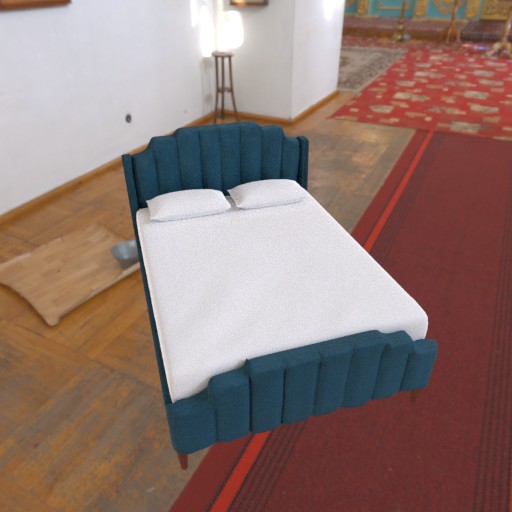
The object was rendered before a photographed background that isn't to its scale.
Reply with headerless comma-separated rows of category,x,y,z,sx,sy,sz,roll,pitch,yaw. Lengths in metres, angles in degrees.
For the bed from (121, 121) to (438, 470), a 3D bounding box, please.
bed,0.000,0.000,3.320,1.676,1.351,2.322,-10,34,-15
